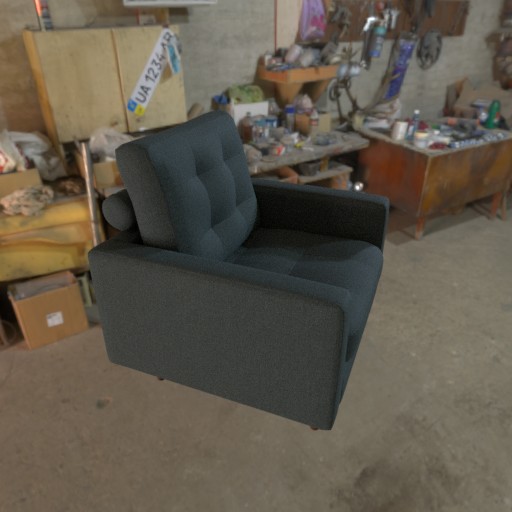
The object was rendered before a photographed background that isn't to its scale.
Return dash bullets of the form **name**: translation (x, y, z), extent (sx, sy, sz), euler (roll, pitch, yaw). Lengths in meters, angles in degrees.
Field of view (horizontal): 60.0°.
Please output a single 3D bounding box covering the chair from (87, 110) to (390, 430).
- **chair**: translation (0.000, 0.000, 1.578), extent (0.843, 0.880, 0.821), euler (11, 30, 20)
